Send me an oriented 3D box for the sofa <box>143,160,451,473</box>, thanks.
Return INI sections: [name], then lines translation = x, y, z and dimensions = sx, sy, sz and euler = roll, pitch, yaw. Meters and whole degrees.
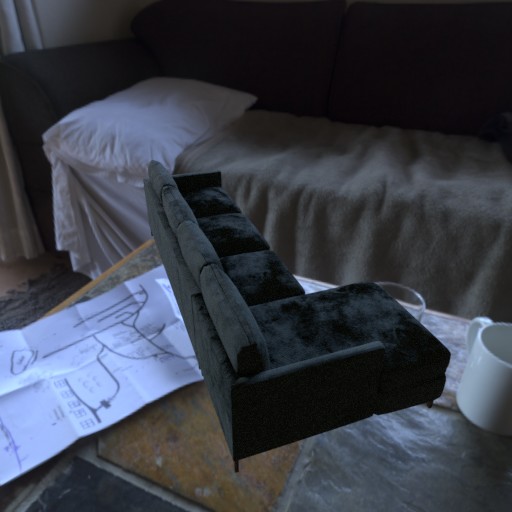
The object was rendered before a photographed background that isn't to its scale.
[sofa]
translation = 0.000, 0.000, 4.013
dimensions = 1.500, 0.967, 3.400
euler = -11, 32, -17
